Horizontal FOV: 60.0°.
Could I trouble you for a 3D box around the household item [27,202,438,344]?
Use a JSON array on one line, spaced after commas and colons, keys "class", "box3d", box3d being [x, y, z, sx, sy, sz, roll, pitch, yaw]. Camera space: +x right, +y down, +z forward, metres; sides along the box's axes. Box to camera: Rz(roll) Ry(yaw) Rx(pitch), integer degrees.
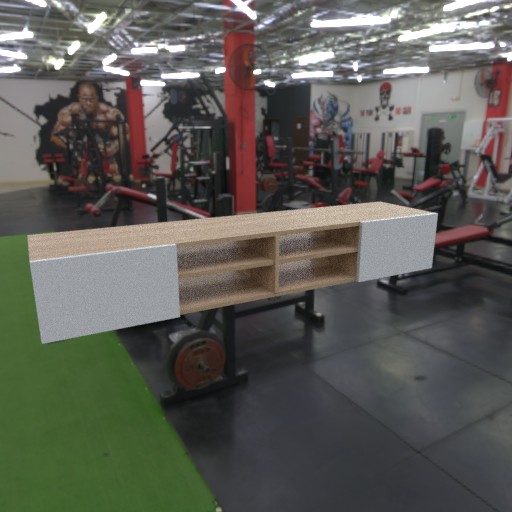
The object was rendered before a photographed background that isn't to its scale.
[{"class": "household item", "box3d": [0.000, 0.000, 2.051, 1.850, 0.310, 0.420, -8, 18, -26]}]
